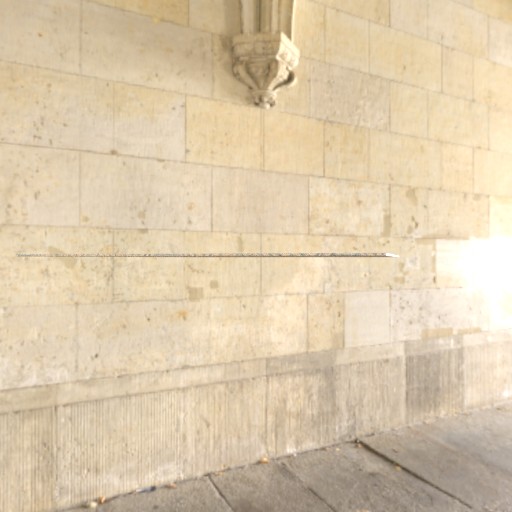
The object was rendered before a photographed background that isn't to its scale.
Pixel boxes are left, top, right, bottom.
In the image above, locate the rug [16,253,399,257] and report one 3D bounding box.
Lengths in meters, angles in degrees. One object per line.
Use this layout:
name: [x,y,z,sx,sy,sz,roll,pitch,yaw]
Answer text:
rug: [0.000,0.000,4.091,2.457,0.015,3.049,0,0,19]
